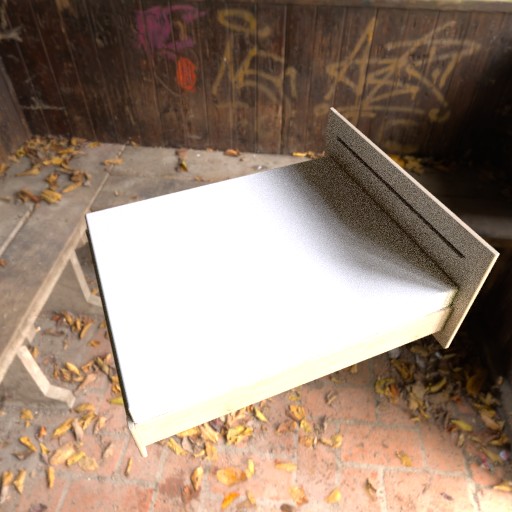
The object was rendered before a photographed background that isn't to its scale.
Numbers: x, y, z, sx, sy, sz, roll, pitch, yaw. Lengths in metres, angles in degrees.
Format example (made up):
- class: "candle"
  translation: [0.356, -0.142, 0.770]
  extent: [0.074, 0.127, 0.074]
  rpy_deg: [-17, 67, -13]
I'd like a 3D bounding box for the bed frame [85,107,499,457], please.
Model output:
- class: "bed frame"
  translation: [0.000, 0.000, 2.999]
  extent: [2.080, 0.900, 1.800]
  rpy_deg: [-16, 47, -16]
